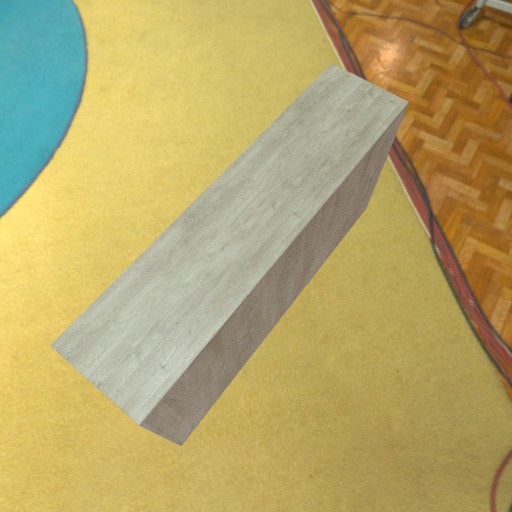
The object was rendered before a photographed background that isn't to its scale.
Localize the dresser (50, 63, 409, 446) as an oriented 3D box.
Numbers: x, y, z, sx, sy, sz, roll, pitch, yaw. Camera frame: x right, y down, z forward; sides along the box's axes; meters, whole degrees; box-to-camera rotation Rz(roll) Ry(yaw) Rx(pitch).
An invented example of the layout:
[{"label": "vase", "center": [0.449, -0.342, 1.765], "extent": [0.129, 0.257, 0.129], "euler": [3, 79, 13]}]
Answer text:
[{"label": "dresser", "center": [0.000, 0.000, 1.953], "extent": [0.390, 0.795, 1.590], "euler": [34, 68, 16]}]
